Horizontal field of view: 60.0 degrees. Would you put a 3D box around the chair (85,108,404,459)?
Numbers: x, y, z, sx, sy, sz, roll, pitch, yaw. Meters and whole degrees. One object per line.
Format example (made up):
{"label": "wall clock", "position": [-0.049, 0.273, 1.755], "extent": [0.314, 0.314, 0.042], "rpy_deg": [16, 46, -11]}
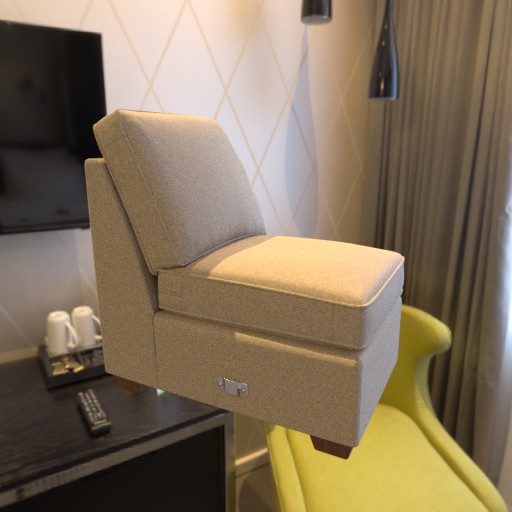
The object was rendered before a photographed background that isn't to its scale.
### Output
{"label": "chair", "position": [0.000, 0.000, 1.681], "extent": [1.020, 1.058, 0.674], "rpy_deg": [7, 16, 27]}
